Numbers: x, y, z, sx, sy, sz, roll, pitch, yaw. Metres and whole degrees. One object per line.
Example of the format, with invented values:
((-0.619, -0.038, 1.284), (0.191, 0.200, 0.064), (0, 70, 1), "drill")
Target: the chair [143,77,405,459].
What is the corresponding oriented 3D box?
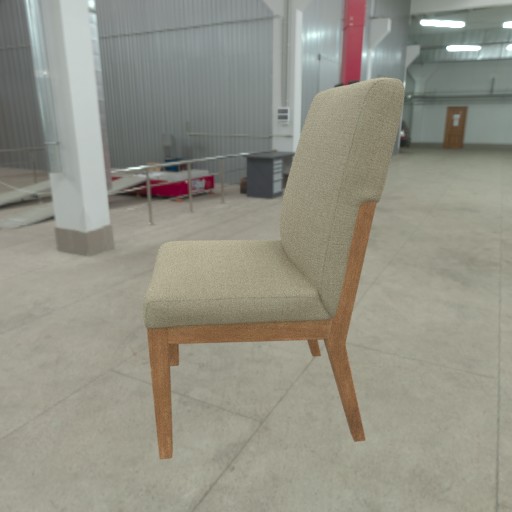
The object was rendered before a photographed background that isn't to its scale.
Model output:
((0.000, 0.000, 1.245), (0.586, 0.911, 0.507), (-2, 17, -7), "chair")
